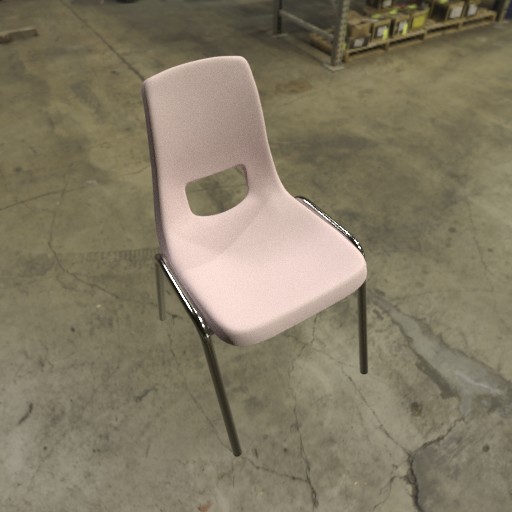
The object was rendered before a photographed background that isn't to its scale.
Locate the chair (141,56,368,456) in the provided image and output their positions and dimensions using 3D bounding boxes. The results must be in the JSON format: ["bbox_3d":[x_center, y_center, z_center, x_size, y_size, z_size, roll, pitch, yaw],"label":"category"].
[{"bbox_3d":[0.000,0.000,0.912,0.381,0.653,0.436,-24,50,-22],"label":"chair"}]
